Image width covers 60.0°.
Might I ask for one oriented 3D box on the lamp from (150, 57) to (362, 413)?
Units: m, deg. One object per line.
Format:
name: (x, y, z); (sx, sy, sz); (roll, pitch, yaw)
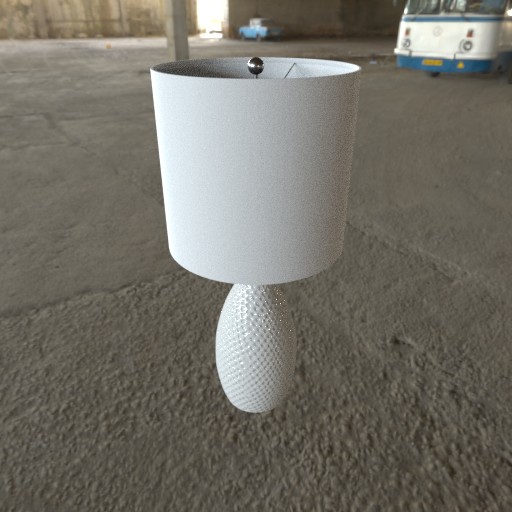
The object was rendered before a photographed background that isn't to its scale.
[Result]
lamp: (0.000, 0.000, 0.567); (0.214, 0.466, 0.214); (-17, 33, -29)
